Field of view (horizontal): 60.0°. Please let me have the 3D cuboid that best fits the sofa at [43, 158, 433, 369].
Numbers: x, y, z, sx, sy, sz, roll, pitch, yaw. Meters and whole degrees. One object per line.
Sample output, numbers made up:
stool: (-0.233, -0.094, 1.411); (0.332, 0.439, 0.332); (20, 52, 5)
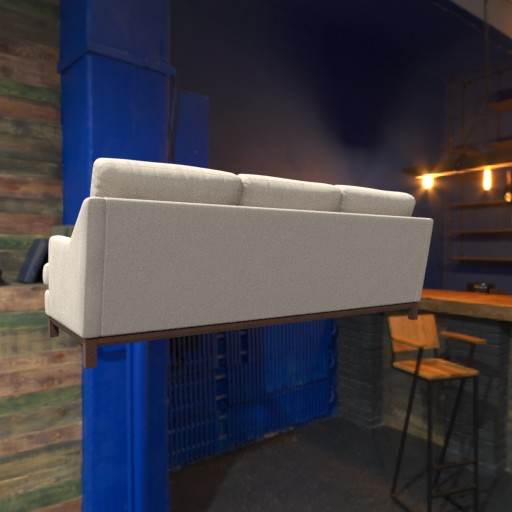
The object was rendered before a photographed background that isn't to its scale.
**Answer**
sofa: (0.000, 0.000, 2.804); (2.321, 0.913, 1.000); (-1, 1, -35)
